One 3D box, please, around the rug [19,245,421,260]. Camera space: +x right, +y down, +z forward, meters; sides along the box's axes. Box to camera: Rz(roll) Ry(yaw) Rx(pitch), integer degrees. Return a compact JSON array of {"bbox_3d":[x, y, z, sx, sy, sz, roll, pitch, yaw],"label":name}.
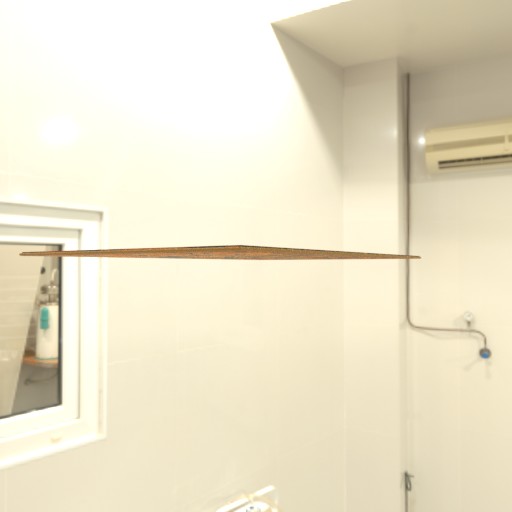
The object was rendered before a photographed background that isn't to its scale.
[{"bbox_3d":[0.000,0.000,1.081,0.557,0.008,0.863,-1,-1,35],"label":"rug"}]
